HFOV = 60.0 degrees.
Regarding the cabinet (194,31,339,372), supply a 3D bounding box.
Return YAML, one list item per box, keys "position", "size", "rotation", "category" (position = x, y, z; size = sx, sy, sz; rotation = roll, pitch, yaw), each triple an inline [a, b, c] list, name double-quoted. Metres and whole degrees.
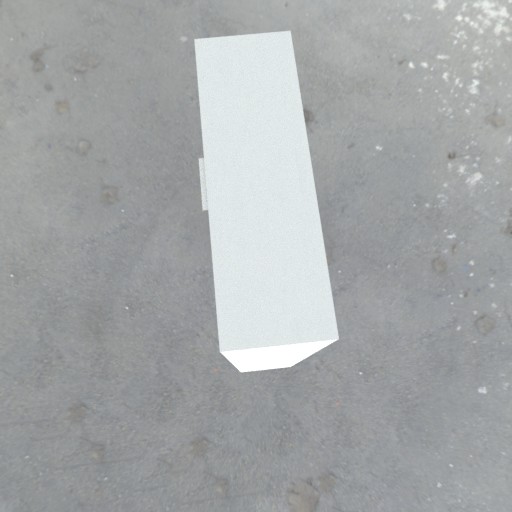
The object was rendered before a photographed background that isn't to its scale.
- position: [0.000, 0.000, 1.589]
  size: [0.250, 1.280, 0.750]
  rotation: [-6, 74, -2]
  category: "cabinet"
